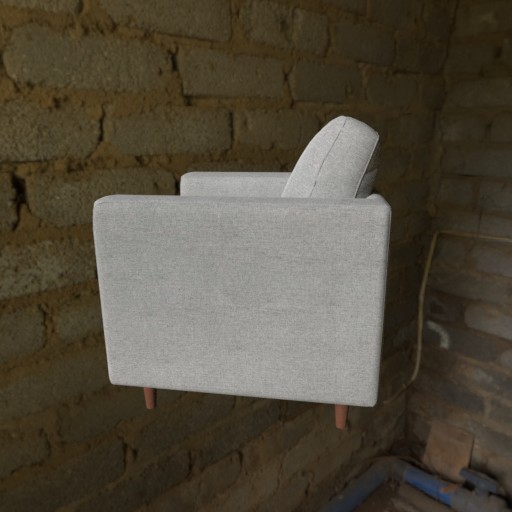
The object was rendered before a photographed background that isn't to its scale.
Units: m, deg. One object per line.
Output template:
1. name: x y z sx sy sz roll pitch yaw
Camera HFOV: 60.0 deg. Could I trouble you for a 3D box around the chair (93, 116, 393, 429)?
1. chair: 0.000 0.000 1.553 0.800 0.927 0.855 3 16 9
